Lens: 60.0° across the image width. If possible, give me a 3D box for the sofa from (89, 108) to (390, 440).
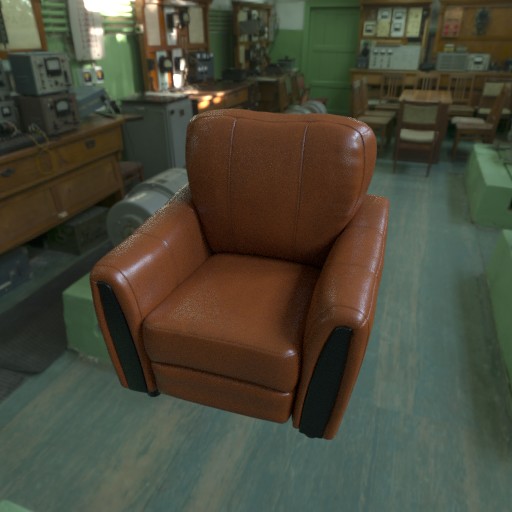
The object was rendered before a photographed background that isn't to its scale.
[{"bbox_3d":[0.000,0.000,1.513,0.836,0.876,0.789,9,29,16],"label":"sofa"}]
